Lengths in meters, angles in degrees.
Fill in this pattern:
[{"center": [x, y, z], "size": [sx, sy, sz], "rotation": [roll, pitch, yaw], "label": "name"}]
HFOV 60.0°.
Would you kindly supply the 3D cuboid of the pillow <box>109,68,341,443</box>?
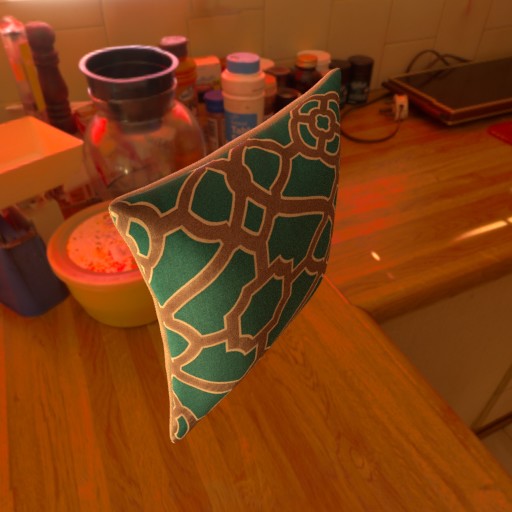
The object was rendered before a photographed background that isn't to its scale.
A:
[{"center": [0.000, 0.000, 0.787], "size": [0.166, 0.507, 0.526], "rotation": [25, 47, 26], "label": "pillow"}]
